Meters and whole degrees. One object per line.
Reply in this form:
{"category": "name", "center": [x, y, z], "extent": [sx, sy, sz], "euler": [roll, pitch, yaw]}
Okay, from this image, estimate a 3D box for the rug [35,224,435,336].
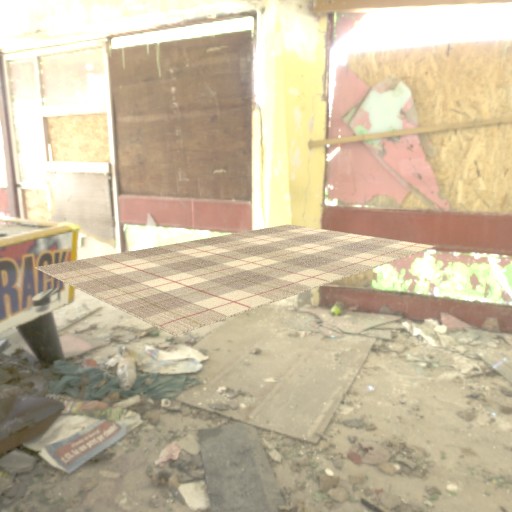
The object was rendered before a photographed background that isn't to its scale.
{"category": "rug", "center": [0.000, 0.000, 3.162], "extent": [1.549, 0.010, 2.464], "euler": [13, 18, 43]}
